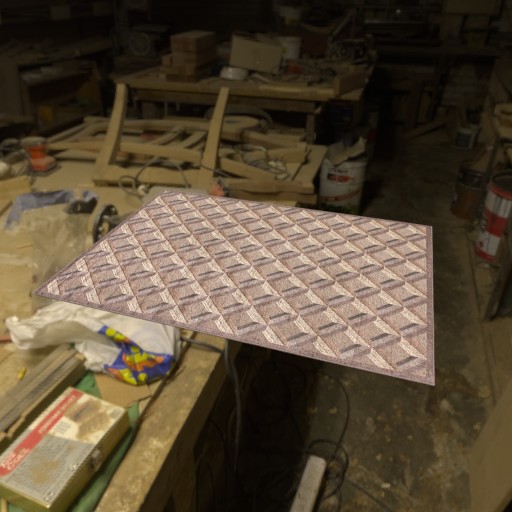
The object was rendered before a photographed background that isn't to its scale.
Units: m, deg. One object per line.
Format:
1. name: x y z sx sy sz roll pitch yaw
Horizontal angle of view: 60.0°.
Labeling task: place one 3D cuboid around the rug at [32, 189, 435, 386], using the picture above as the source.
1. rug: 0.000 0.000 4.346 3.294 0.018 2.382 10 33 15
